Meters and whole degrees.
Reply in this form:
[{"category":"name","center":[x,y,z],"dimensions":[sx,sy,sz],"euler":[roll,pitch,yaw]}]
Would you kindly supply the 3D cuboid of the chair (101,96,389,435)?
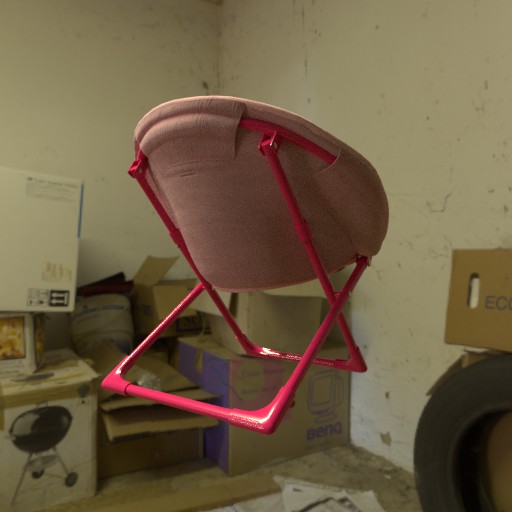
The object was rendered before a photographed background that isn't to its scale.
[{"category":"chair","center":[0.000,0.000,0.886],"dimensions":[0.522,0.494,0.459],"euler":[-1,-1,36]}]
